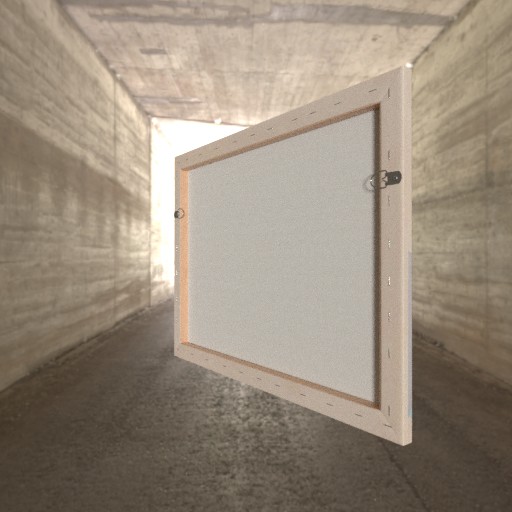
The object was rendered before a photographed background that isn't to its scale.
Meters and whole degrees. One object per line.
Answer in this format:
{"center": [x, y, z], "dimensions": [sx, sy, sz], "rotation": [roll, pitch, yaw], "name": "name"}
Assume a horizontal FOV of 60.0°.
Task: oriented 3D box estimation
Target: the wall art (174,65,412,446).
{"center": [0.000, 0.000, 1.558], "dimensions": [0.042, 0.912, 1.219], "rotation": [0, 0, -37], "name": "wall art"}
